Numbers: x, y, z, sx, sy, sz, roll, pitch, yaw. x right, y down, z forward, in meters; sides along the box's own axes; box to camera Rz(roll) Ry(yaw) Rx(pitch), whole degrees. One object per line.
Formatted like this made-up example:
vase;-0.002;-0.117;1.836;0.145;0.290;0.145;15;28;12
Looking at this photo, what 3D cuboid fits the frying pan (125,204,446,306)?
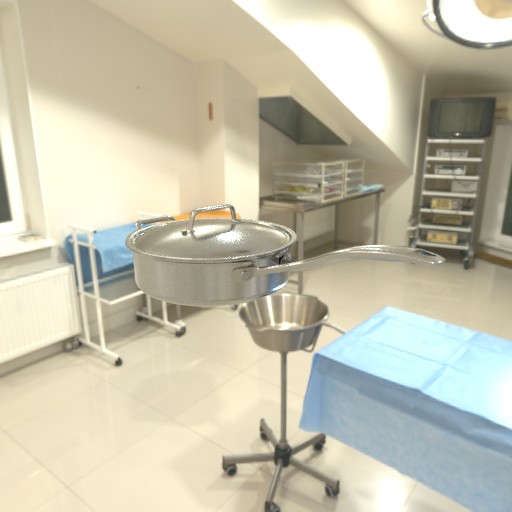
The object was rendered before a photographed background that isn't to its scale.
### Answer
frying pan;0.000;0.000;0.589;0.492;0.111;0.245;16;23;42
